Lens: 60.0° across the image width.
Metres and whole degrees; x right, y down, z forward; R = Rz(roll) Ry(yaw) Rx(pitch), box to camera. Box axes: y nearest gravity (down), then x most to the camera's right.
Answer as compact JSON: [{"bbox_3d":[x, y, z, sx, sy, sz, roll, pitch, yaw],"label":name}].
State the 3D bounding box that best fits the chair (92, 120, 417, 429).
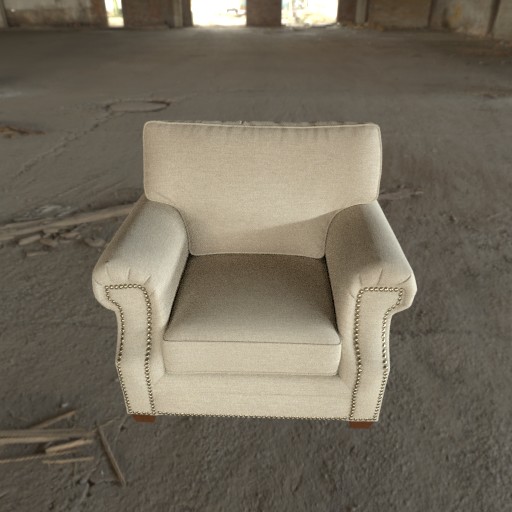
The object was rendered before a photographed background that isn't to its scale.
[{"bbox_3d":[0.000,0.000,1.809,1.092,0.961,0.965,1,30,2],"label":"chair"}]
